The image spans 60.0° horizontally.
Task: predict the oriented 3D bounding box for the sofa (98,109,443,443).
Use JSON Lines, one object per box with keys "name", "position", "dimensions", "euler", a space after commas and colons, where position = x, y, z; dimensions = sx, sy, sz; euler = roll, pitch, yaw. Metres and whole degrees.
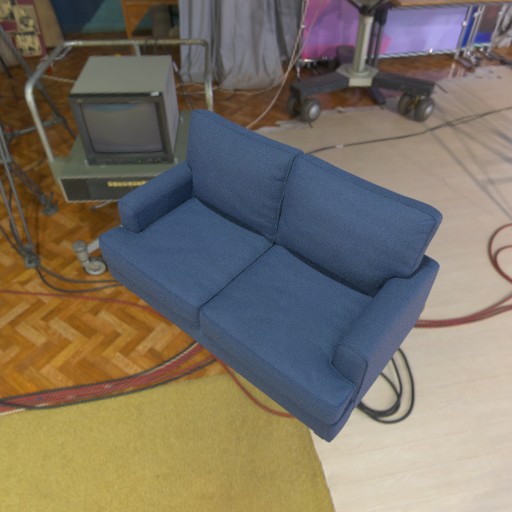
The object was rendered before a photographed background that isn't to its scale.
{"name": "sofa", "position": [0.000, 0.000, 2.388], "dimensions": [1.651, 0.965, 0.965], "euler": [31, 53, 27]}
